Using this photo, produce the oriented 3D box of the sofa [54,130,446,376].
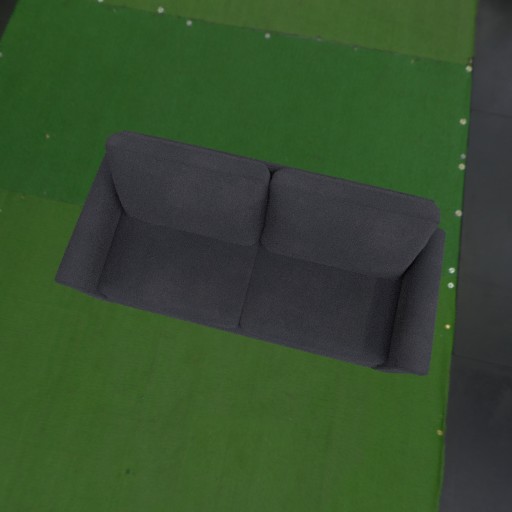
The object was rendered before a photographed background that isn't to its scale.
[{"bbox_3d":[0.000,0.000,2.438,1.935,0.942,0.842,14,75,4],"label":"sofa"}]
